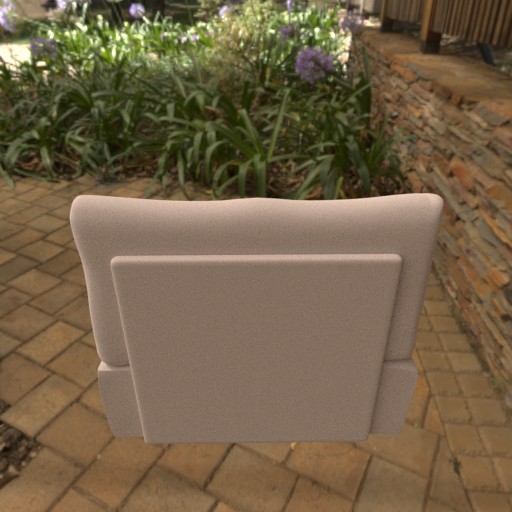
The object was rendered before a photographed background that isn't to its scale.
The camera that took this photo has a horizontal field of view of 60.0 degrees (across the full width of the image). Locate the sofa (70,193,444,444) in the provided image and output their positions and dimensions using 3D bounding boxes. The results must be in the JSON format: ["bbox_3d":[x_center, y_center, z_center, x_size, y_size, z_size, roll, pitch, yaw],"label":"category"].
[{"bbox_3d":[0.000,0.000,1.629,0.935,0.828,1.000,0,30,-1],"label":"sofa"}]
